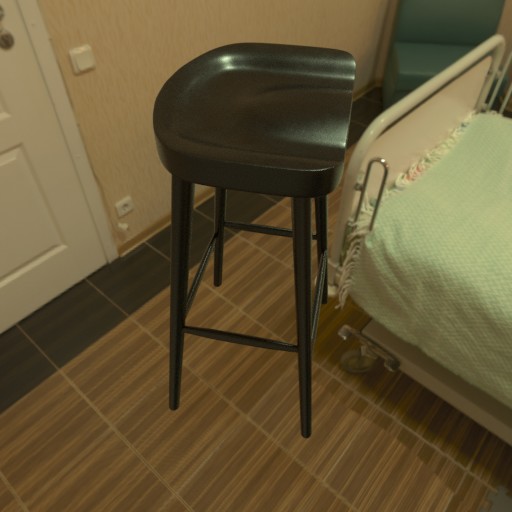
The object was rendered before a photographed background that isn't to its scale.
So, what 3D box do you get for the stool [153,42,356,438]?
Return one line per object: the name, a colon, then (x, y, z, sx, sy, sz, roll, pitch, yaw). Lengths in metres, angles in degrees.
stool: (0.000, 0.000, 0.969, 0.361, 0.749, 0.440, 9, 47, 8)
